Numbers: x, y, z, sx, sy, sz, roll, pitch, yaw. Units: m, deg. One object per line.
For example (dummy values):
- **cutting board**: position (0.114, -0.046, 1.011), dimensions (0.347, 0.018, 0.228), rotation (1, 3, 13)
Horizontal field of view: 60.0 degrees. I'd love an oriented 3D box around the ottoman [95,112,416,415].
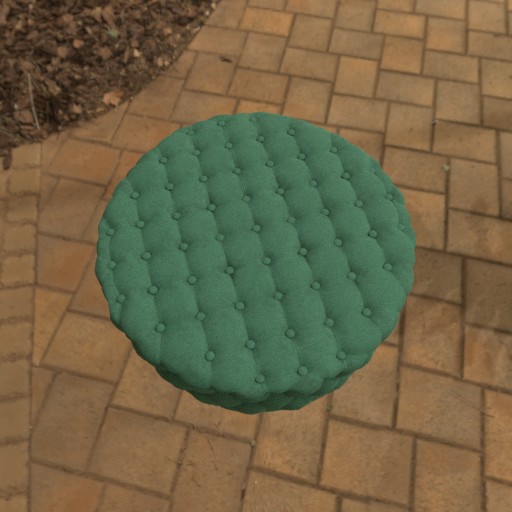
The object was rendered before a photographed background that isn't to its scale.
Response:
- **ottoman**: position (0.000, 0.000, 1.509), dimensions (0.998, 0.399, 0.998), rotation (0, 63, 0)
